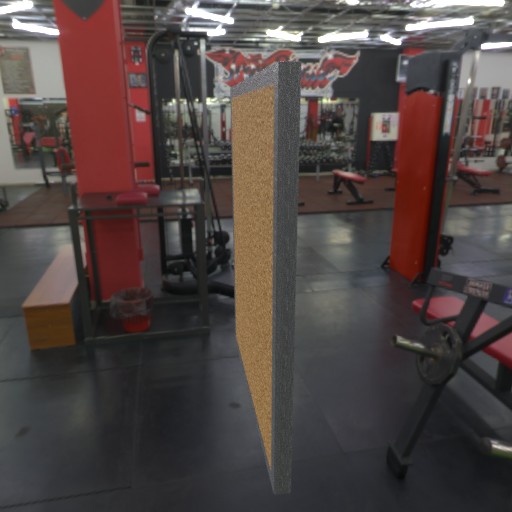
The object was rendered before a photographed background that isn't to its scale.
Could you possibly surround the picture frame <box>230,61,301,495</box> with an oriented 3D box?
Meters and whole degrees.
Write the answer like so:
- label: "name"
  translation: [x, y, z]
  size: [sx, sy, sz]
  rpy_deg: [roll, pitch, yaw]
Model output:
- label: "picture frame"
  translation: [0.000, 0.000, 0.751]
  size: [0.029, 0.559, 0.454]
  rpy_deg: [-3, 18, -9]
